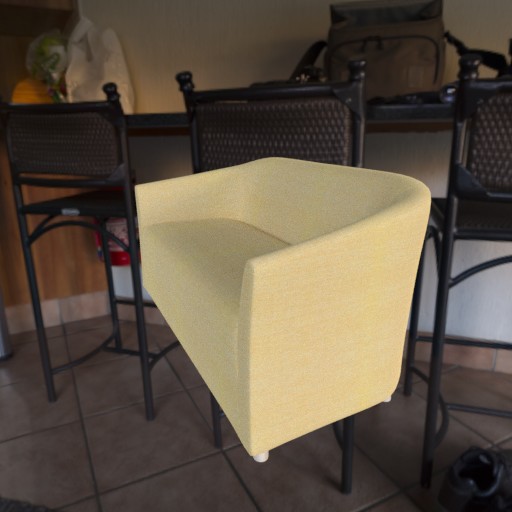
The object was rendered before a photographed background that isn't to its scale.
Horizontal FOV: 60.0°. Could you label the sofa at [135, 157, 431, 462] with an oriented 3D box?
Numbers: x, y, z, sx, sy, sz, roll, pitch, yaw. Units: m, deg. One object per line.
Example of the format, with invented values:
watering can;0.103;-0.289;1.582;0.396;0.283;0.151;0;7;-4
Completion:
sofa;0.000;0.000;1.812;0.705;0.721;1.452;-7;18;-24
